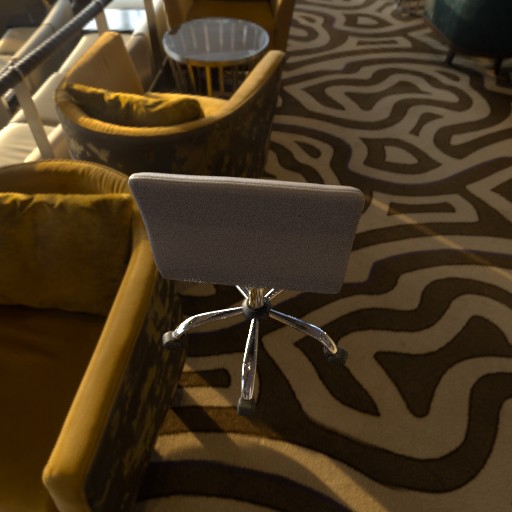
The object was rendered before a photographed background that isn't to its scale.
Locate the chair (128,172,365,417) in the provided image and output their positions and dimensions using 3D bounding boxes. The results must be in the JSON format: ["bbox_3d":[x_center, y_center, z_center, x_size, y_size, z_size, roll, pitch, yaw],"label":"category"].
[{"bbox_3d":[0.000,0.000,1.128,0.569,0.750,0.542,5,48,4],"label":"chair"}]
